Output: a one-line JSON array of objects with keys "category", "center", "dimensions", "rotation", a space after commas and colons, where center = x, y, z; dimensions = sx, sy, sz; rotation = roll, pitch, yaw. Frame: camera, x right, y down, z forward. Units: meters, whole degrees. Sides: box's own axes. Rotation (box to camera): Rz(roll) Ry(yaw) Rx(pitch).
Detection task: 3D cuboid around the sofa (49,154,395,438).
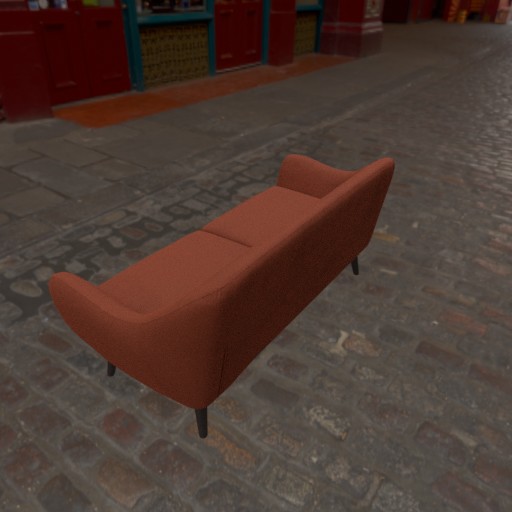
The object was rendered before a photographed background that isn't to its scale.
[{"category": "sofa", "center": [0.000, 0.000, 2.304], "dimensions": [0.820, 0.836, 1.840], "rotation": [21, 38, 30]}]
